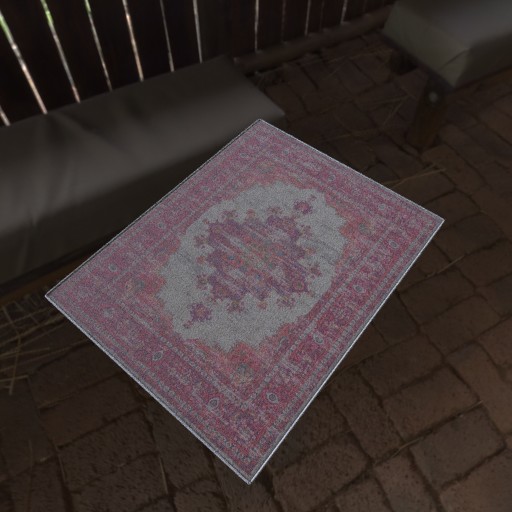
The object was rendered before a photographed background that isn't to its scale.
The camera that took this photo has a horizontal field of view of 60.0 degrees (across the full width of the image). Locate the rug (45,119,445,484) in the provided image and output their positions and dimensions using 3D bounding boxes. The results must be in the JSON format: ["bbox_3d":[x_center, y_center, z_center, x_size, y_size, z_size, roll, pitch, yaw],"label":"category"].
[{"bbox_3d":[0.000,0.000,4.282,2.447,0.017,3.123,34,63,20],"label":"rug"}]
